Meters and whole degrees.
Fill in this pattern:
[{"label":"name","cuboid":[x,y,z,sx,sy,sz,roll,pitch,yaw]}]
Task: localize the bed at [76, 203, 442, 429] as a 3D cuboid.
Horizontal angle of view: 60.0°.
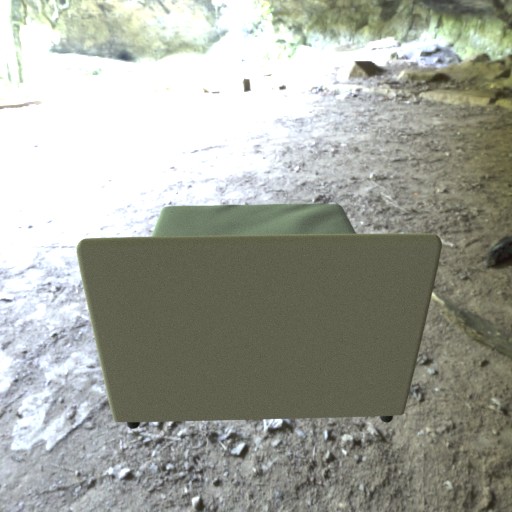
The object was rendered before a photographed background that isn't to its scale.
[{"label":"bed","cuboid":[0.000,0.000,3.390,1.884,1.330,2.142,-1,29,-2]}]
